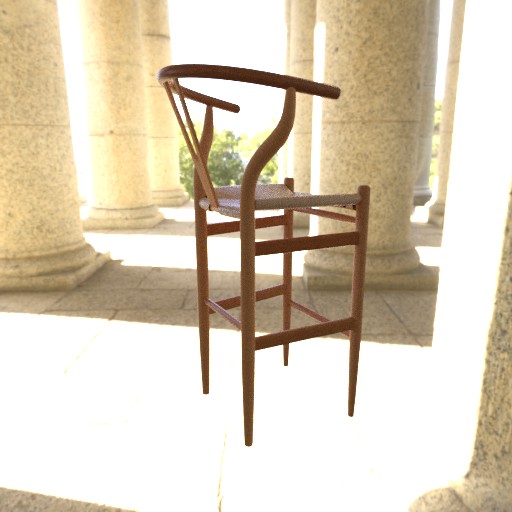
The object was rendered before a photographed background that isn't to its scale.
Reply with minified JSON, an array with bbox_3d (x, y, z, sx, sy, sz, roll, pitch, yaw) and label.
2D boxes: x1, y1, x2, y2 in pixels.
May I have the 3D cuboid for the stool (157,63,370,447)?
[{"bbox_3d":[0.000,0.000,1.397,0.561,1.068,0.574,-8,16,-28],"label":"stool"}]
